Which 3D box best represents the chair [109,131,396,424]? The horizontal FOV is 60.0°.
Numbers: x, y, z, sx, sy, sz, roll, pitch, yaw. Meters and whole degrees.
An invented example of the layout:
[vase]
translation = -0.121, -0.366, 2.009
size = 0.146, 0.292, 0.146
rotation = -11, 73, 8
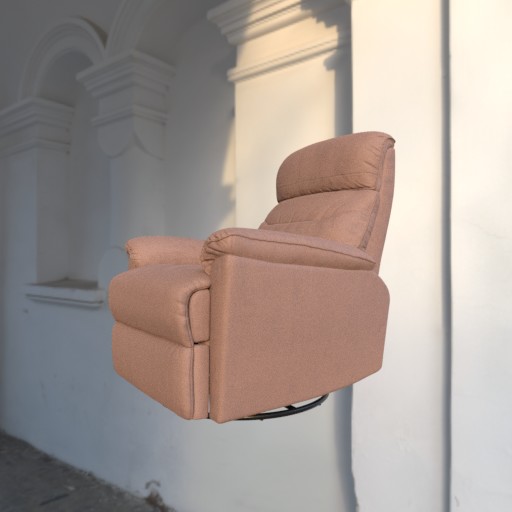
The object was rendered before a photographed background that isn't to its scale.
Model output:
[chair]
translation = 0.000, 0.000, 1.739
size = 1.004, 1.037, 0.820
rotation = 0, 0, -35
